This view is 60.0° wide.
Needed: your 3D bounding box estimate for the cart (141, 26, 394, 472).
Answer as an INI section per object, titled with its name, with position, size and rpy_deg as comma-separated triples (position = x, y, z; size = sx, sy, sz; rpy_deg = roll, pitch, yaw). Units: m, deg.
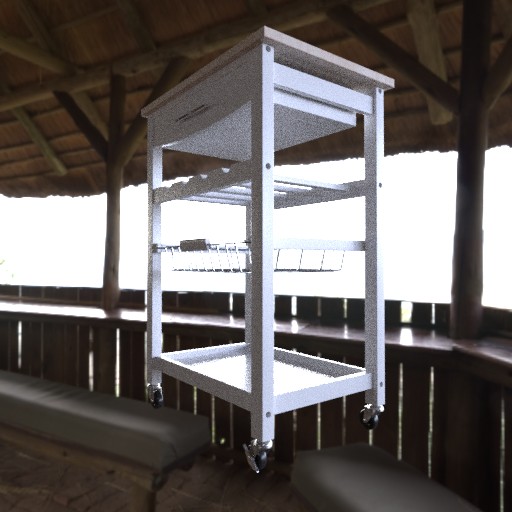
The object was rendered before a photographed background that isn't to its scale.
[cart]
position = 0.000, 0.000, 1.179
size = 0.406, 0.857, 0.578
rpy_deg = 1, -1, -37
